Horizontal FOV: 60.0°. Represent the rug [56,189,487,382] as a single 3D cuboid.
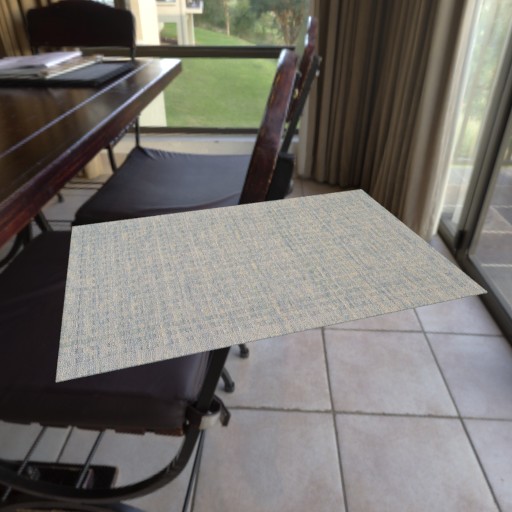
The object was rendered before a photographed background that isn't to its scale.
[{"bbox_3d":[0.000,0.000,2.172,1.752,0.006,1.142,-9,33,-14],"label":"rug"}]
